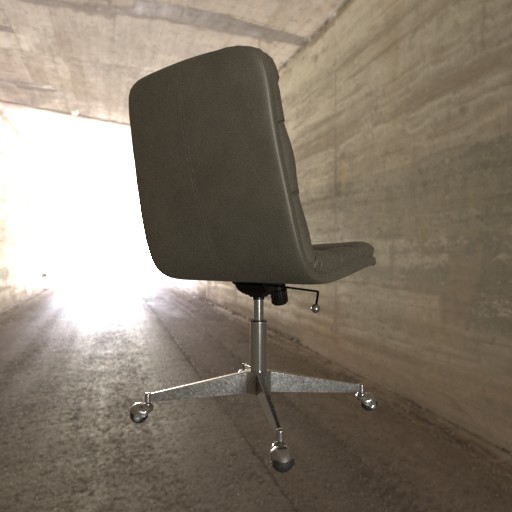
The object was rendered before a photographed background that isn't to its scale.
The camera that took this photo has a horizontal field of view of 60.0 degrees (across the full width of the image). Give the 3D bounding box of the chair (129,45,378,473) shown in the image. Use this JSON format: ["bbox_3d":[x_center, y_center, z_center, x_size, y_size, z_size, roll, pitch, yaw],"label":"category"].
[{"bbox_3d":[0.000,0.000,1.014,0.422,0.738,0.485,0,0,36],"label":"chair"}]
